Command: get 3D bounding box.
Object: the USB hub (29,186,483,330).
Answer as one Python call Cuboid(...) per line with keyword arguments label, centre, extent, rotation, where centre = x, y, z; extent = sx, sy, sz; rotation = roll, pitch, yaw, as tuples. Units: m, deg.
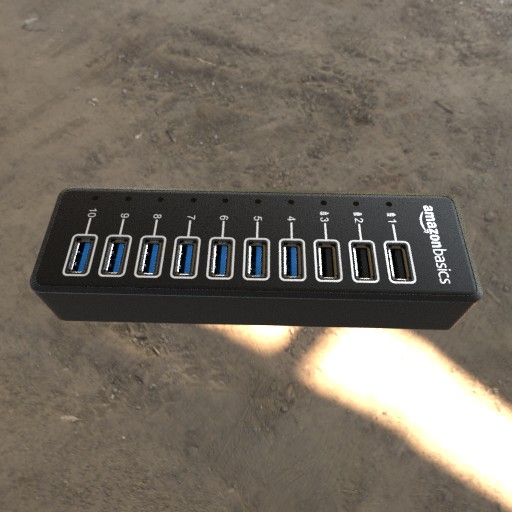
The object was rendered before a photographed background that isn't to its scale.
Cuboid(label="USB hub", centre=(0.000, 0.000, 0.160), extent=(0.145, 0.023, 0.044), rotation=(1, 58, 1))
